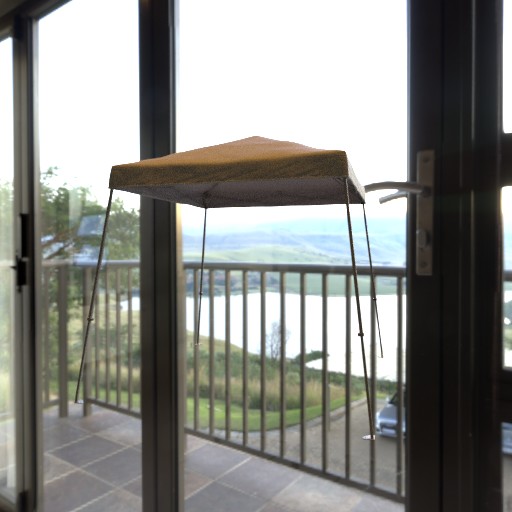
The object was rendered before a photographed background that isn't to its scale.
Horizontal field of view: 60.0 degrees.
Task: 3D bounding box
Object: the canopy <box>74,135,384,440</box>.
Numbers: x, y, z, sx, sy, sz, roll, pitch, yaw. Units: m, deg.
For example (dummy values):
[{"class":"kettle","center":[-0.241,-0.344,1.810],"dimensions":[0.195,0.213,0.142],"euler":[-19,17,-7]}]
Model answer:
[{"class":"canopy","center":[0.000,0.000,5.249],"dimensions":[2.848,2.849,2.849],"euler":[0,1,17]}]
